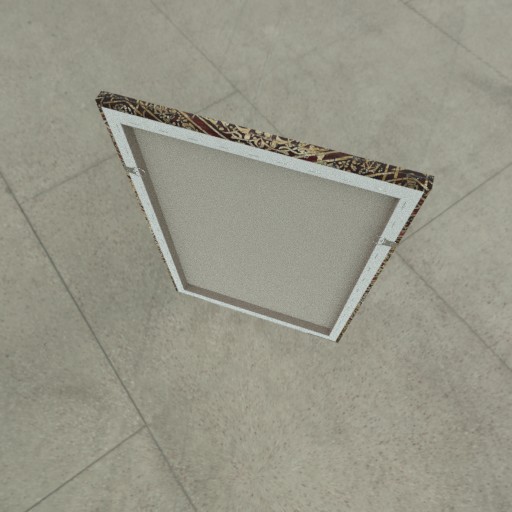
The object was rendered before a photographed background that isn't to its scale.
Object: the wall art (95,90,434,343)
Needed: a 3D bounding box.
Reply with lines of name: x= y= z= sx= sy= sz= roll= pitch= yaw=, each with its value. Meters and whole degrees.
wall art: x=0.000 y=0.000 z=1.157 sx=0.599 sy=0.904 sz=0.030 roll=17 pitch=65 yaw=8
